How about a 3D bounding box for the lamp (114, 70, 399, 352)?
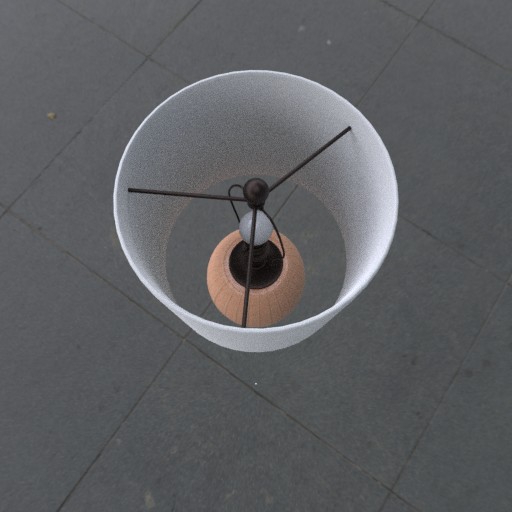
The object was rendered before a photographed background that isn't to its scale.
[{"bbox_3d":[0.000,0.000,0.771,0.329,0.570,0.329,0,74,0],"label":"lamp"}]
